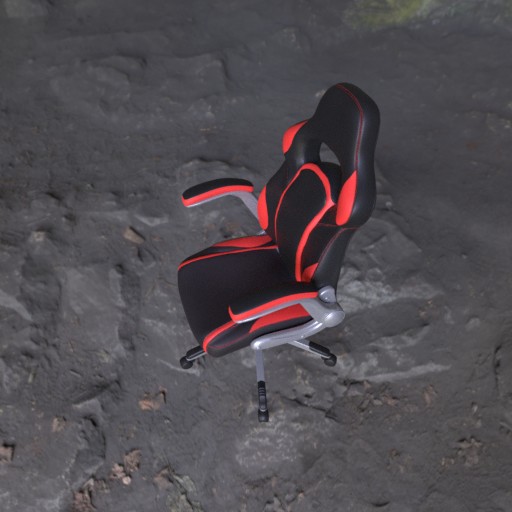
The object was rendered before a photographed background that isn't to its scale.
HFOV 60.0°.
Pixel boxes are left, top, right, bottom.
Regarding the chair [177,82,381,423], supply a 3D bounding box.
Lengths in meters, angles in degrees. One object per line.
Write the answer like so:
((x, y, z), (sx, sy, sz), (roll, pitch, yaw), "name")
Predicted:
((0.000, 0.000, 1.641), (0.712, 1.165, 0.758), (-15, 48, -14), "chair")
